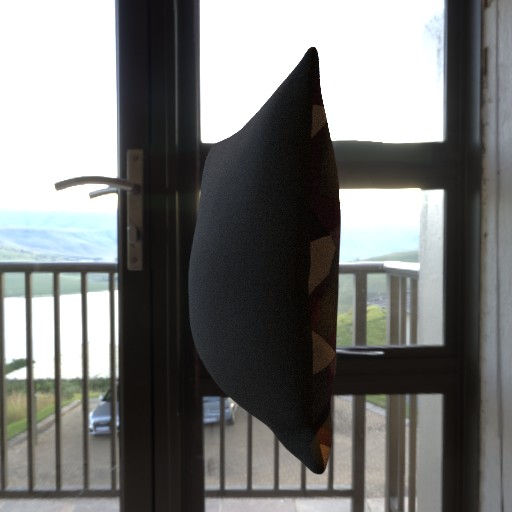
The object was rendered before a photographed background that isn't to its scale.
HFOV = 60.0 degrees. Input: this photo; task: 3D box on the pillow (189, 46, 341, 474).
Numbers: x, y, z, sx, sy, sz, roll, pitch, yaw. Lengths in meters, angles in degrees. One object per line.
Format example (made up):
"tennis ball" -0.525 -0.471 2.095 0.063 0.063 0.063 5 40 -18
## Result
"pillow" 0.000 0.000 0.740 0.208 0.496 0.503 0 2 -19
